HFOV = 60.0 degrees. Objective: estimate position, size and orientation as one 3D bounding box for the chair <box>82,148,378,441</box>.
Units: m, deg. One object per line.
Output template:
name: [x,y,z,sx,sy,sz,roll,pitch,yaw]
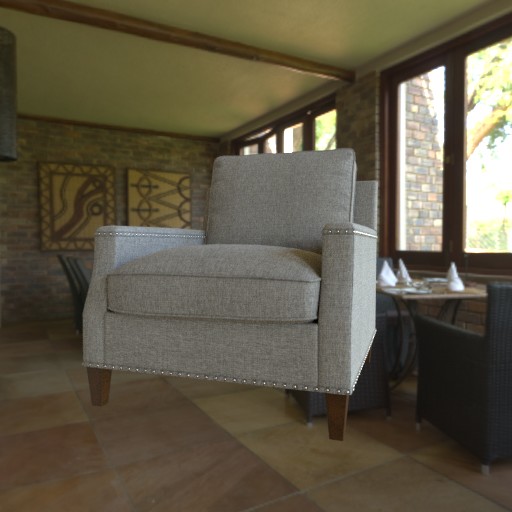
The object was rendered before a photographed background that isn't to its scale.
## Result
chair: [0.000,0.000,1.712,0.853,0.943,1.014,1,2,19]
